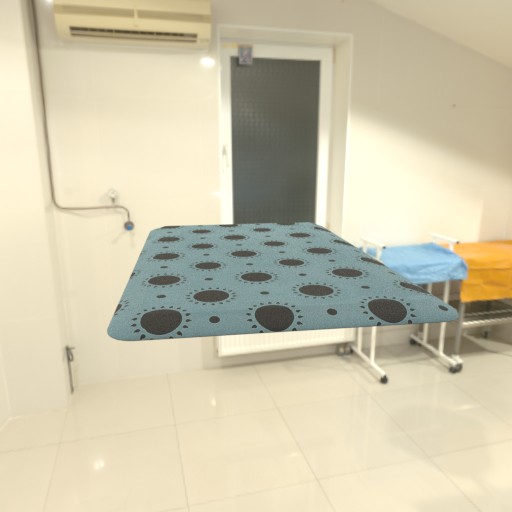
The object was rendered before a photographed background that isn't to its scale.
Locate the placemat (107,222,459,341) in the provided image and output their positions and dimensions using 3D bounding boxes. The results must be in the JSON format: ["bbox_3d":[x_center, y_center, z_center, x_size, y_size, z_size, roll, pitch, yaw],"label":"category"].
[{"bbox_3d":[0.000,0.000,0.963,0.508,0.021,0.762,-2,14,-8],"label":"placemat"}]
